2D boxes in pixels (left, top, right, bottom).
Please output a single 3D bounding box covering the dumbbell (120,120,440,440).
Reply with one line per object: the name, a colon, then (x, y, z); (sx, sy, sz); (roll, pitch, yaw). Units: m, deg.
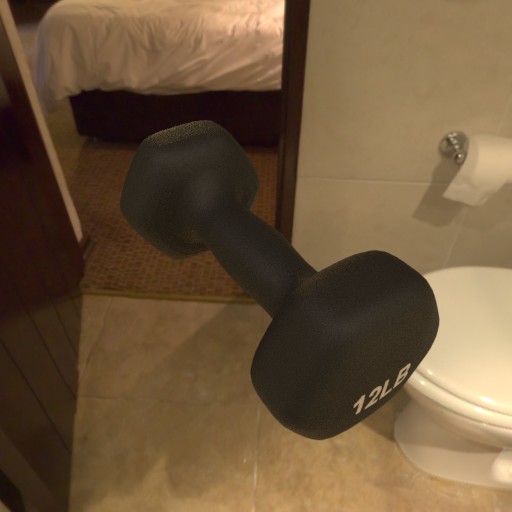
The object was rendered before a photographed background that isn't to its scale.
dumbbell: (0.000, 0.000, 0.290); (0.112, 0.101, 0.231); (-24, 47, -24)
